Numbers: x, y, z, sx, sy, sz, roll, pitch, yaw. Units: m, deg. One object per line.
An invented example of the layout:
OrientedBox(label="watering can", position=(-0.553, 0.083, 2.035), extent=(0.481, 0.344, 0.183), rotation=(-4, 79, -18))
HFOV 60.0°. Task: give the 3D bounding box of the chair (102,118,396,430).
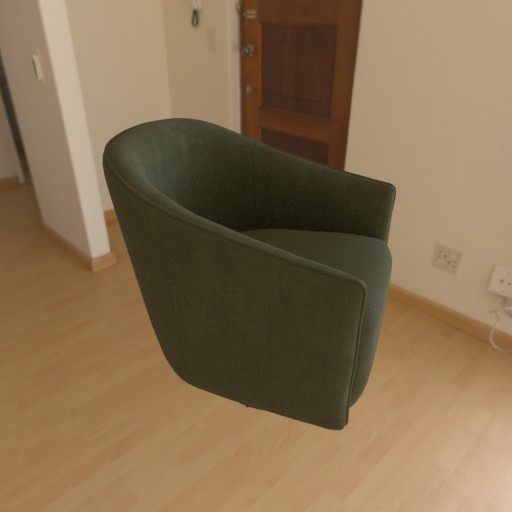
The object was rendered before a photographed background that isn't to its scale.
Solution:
OrientedBox(label="chair", position=(0.000, 0.000, 1.496), extent=(0.875, 0.799, 0.747), rotation=(11, 31, 18))
